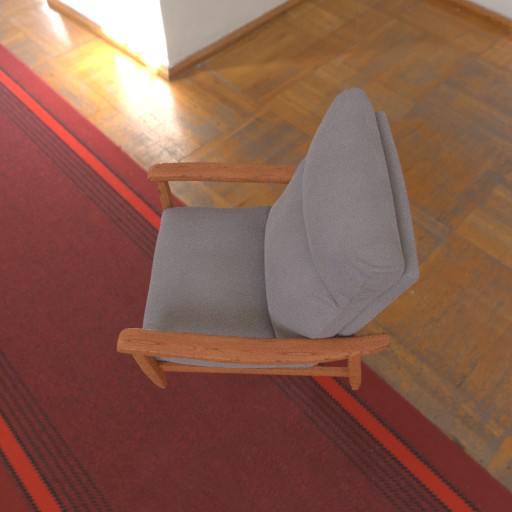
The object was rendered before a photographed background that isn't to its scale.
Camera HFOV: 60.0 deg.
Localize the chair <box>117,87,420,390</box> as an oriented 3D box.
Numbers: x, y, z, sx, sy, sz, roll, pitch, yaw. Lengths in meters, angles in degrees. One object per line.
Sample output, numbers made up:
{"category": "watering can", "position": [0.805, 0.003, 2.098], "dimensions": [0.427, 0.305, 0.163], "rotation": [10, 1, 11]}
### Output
{"category": "chair", "position": [0.000, 0.000, 1.525], "dimensions": [0.816, 0.922, 0.782], "rotation": [0, 58, 0]}
